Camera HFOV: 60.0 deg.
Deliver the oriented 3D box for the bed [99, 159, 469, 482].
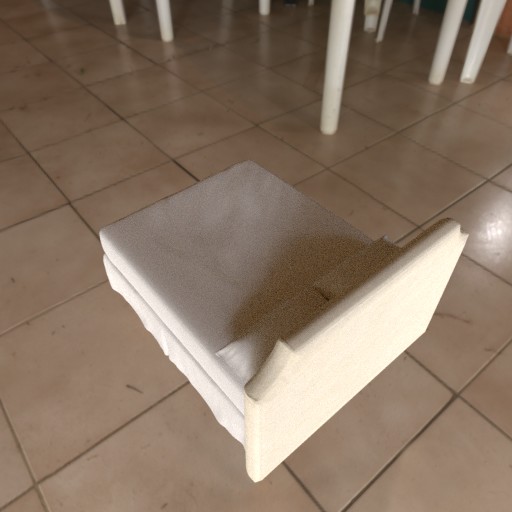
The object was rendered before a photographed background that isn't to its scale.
[{"bbox_3d":[0.000,0.000,3.329,1.828,1.297,2.164,-31,53,-27],"label":"bed"}]
